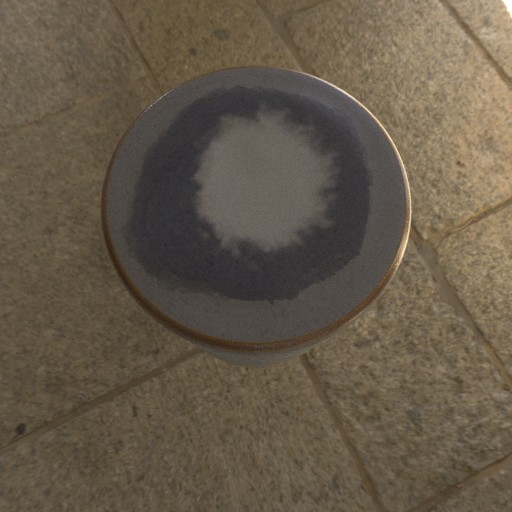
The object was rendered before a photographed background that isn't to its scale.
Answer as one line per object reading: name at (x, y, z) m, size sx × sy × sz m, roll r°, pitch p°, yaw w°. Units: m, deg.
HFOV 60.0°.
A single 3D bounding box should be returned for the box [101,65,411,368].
box at (0.000, 0.000, 0.245) m, size 0.118 × 0.168 × 0.118 m, roll 0°, pitch 73°, yaw 0°
